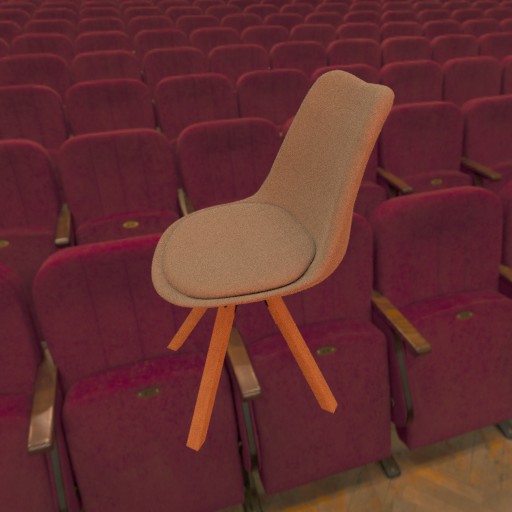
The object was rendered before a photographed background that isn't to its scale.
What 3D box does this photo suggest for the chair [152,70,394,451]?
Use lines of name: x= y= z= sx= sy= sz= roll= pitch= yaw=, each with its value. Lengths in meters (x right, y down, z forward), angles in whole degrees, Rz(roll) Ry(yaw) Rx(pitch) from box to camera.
chair: x=0.000 y=0.000 z=1.177 sx=0.549 sy=0.863 sz=0.474 roll=-9 pitch=33 yaw=-14
